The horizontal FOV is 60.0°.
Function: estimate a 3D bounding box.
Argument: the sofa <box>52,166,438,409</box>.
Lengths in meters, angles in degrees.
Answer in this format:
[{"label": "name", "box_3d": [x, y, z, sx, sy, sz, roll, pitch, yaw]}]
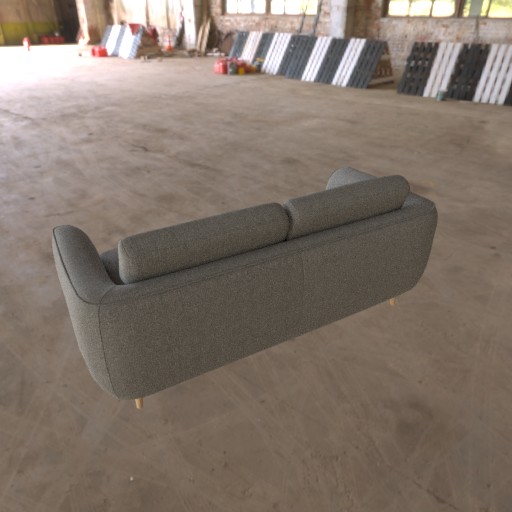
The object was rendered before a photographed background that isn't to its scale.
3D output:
[{"label": "sofa", "box_3d": [0.000, 0.000, 2.465, 2.000, 0.870, 0.920, -16, 34, -26]}]
